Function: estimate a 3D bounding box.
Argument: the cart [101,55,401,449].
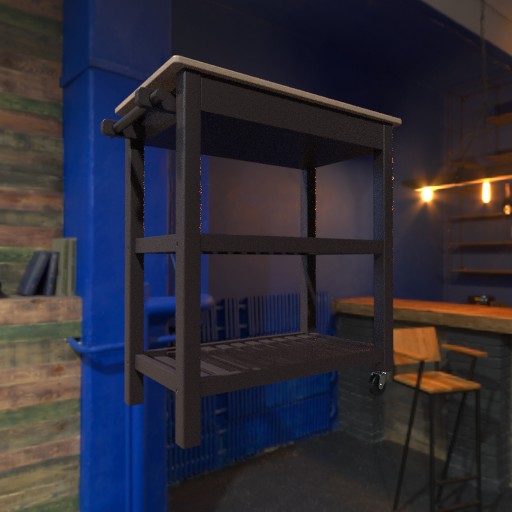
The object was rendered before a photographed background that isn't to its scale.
[{"bbox_3d":[0.000,0.000,1.432,0.899,0.927,0.457,0,-1,-35],"label":"cart"}]
